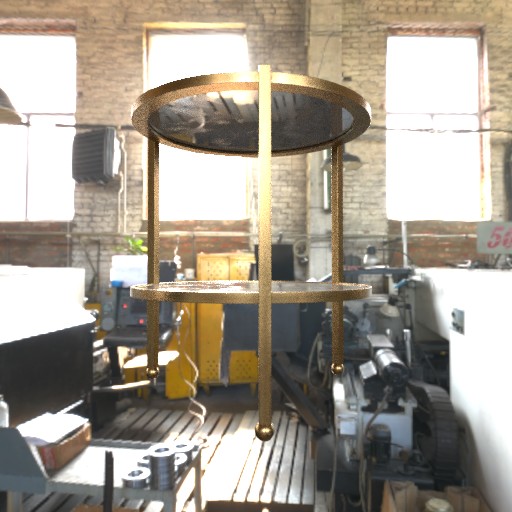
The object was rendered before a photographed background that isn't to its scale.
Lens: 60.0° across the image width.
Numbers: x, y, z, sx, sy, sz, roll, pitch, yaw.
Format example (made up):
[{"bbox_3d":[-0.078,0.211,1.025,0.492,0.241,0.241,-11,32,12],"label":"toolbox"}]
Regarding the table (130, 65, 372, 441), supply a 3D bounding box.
[{"bbox_3d":[0.000,0.000,0.444,0.243,0.269,0.231,1,-1,-35],"label":"table"}]
